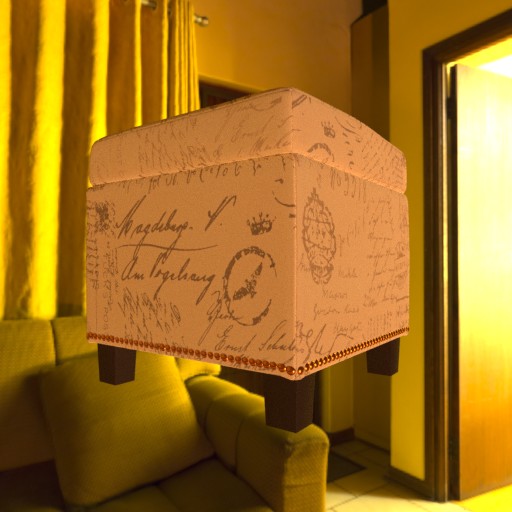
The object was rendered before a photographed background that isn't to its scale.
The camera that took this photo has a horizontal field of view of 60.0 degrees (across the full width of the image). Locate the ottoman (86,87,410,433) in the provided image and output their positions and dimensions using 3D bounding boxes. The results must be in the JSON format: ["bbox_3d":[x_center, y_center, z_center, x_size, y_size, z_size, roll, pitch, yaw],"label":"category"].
[{"bbox_3d":[0.000,0.000,0.841,0.450,0.457,0.449,-1,-1,36],"label":"ottoman"}]
